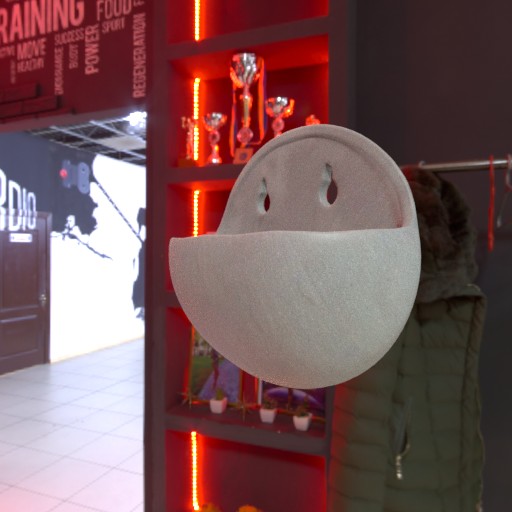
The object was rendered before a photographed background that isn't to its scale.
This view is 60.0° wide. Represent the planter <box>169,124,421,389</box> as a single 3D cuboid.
[{"bbox_3d":[0.000,0.000,0.270,0.073,0.164,0.190,0,0,-36],"label":"planter"}]
